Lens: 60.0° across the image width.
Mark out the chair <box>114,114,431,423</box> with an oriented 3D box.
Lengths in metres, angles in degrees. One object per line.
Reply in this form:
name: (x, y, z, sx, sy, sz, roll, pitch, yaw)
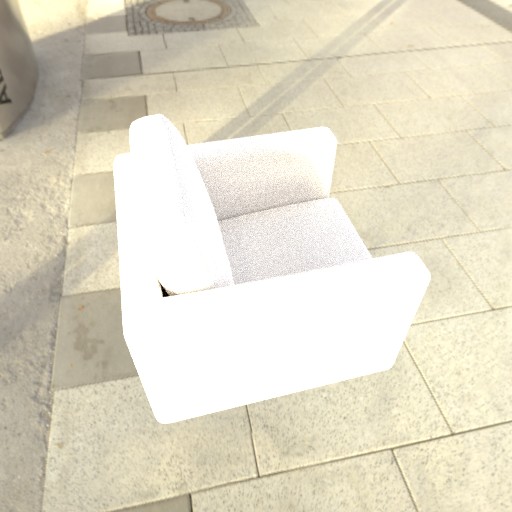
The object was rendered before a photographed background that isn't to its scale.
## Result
chair: (0.000, 0.000, 1.589, 0.879, 0.899, 0.831, -11, 47, -10)
